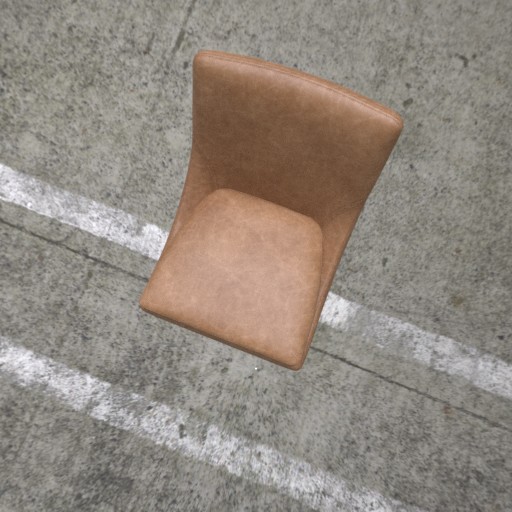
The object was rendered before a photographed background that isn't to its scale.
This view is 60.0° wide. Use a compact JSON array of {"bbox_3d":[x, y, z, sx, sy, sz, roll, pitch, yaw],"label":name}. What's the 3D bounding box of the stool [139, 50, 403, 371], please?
[{"bbox_3d":[0.000,0.000,1.374,0.487,1.079,0.572,20,77,5],"label":"stool"}]
